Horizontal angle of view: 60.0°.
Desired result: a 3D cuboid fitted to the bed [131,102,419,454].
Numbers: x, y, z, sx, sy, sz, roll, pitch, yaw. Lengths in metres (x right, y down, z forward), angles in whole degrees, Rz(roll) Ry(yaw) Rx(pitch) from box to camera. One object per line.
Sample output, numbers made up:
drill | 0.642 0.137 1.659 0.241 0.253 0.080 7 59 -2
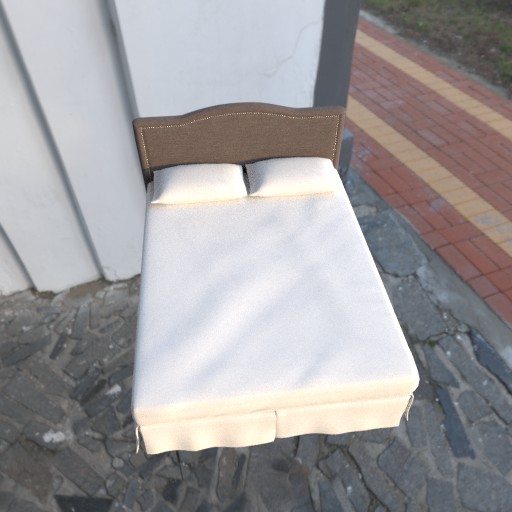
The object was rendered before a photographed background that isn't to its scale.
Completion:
bed | 0.000 0.000 3.841 2.161 1.457 2.689 -5 47 -5
